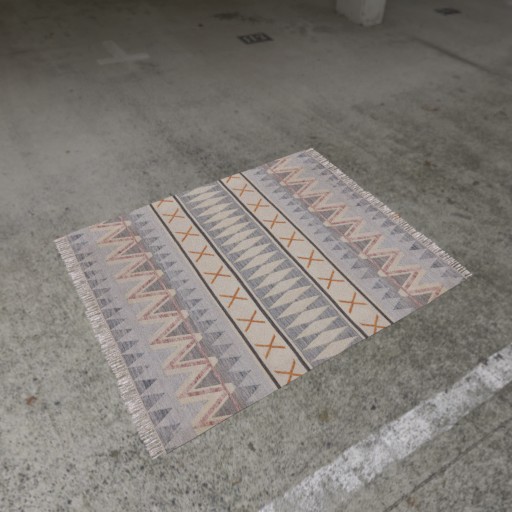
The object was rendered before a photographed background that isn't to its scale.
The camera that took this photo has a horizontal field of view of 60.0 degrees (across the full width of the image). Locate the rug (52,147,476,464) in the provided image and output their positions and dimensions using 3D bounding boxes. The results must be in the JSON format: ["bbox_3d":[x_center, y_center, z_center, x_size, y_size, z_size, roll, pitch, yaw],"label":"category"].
[{"bbox_3d":[0.000,0.000,3.958,3.000,0.012,2.371,-24,50,-21],"label":"rug"}]
